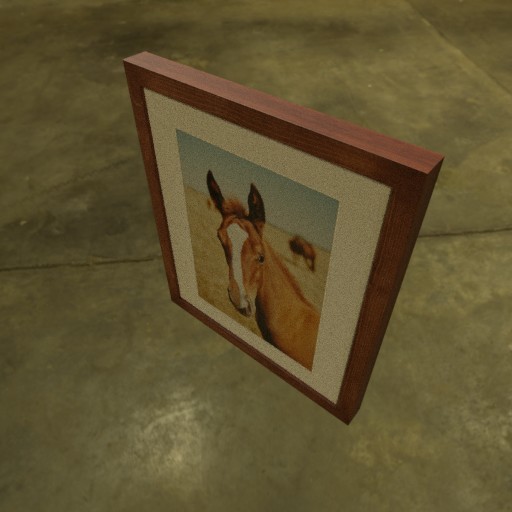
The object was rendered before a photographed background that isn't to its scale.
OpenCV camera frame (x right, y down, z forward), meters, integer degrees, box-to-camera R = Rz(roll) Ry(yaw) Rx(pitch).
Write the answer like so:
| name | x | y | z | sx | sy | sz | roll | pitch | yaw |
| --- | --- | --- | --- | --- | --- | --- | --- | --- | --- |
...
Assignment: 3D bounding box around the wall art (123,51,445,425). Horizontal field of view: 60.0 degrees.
| name | x | y | z | sx | sy | sz | roll | pitch | yaw |
| --- | --- | --- | --- | --- | --- | --- | --- | --- | --- |
| wall art | 0.000 | 0.000 | 0.520 | 0.330 | 0.381 | 0.030 | 30 | 51 | 27 |
